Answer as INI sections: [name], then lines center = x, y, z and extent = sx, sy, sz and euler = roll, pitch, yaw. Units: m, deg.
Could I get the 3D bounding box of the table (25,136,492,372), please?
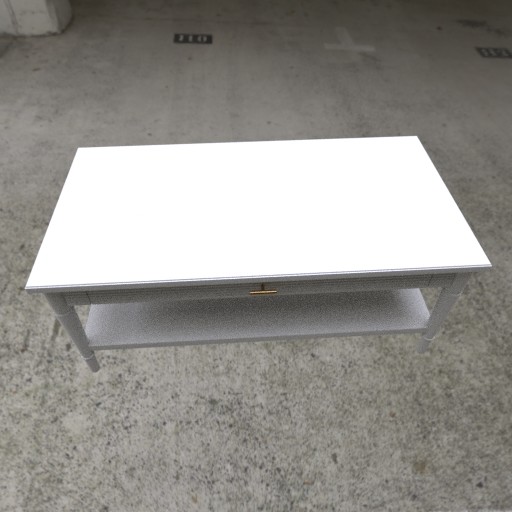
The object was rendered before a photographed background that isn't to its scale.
[table]
center = 0.000, 0.000, 1.364
extent = 1.067, 0.457, 0.559
euler = -3, 47, -3
